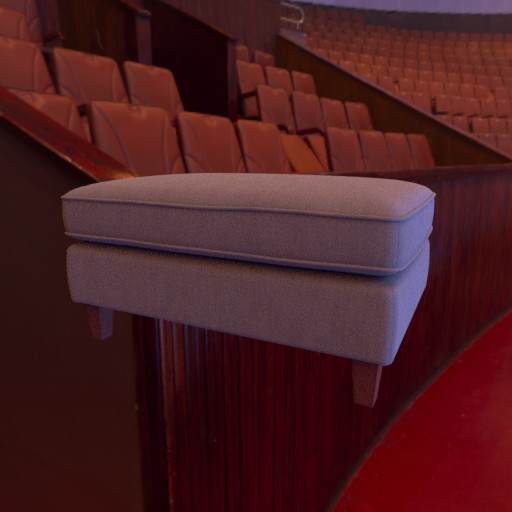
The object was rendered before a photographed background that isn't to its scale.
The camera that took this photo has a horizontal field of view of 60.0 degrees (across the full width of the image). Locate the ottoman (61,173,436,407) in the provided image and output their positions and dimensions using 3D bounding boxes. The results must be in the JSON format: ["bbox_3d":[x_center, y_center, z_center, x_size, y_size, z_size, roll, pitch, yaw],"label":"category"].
[{"bbox_3d":[0.000,0.000,1.326,0.941,0.480,0.636,7,15,26],"label":"ottoman"}]
